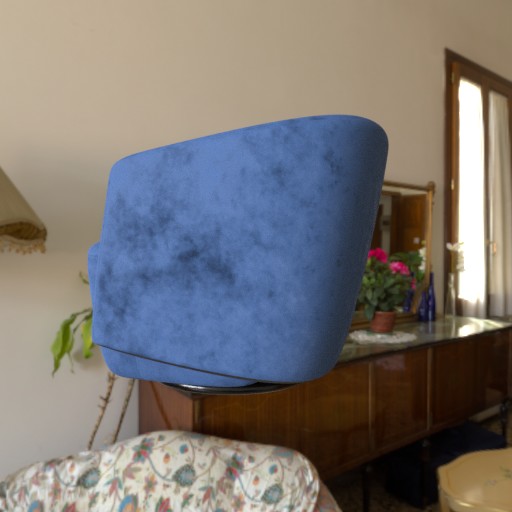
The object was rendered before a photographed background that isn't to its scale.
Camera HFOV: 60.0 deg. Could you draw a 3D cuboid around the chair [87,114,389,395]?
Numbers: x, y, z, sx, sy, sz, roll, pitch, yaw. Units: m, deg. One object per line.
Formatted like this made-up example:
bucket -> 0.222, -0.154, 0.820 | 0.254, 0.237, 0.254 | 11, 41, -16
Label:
chair -> 0.000, 0.000, 1.339 | 0.767, 0.698, 0.773 | 0, 0, 17
